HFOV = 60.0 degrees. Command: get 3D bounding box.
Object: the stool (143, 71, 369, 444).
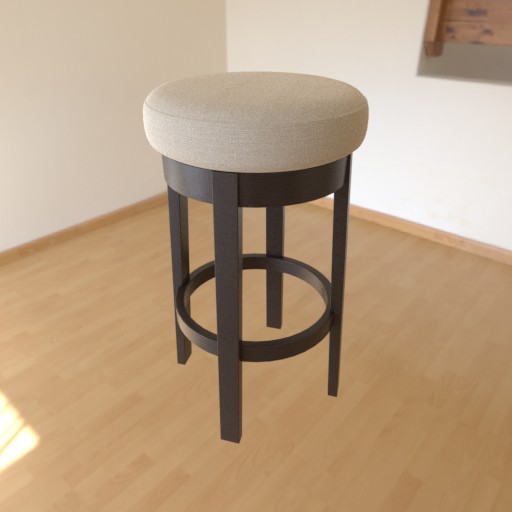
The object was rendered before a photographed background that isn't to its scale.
[{"bbox_3d":[0.000,0.000,1.024,0.446,0.758,0.446,0,30,0],"label":"stool"}]
